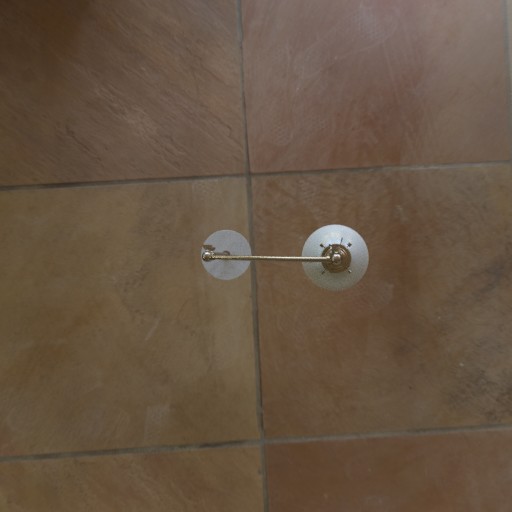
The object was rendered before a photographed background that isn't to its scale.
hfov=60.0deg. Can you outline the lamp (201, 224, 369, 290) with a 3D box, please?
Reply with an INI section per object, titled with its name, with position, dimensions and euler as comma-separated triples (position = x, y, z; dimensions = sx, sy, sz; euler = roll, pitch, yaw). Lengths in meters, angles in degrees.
[lamp]
position = 0.000, 0.000, 1.784
dimensions = 0.599, 1.586, 0.288
euler = 0, 90, -1
